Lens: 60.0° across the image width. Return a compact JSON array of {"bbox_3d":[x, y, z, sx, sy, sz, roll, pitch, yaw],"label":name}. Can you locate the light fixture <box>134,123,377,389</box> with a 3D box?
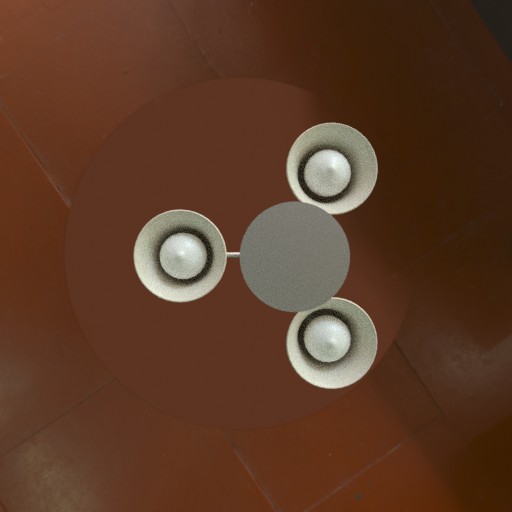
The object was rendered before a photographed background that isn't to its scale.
[{"bbox_3d":[0.000,0.000,0.665,0.354,0.370,0.388,0,90,-2],"label":"light fixture"}]
